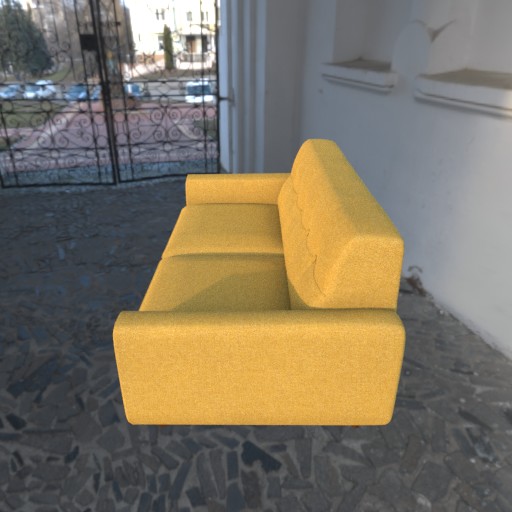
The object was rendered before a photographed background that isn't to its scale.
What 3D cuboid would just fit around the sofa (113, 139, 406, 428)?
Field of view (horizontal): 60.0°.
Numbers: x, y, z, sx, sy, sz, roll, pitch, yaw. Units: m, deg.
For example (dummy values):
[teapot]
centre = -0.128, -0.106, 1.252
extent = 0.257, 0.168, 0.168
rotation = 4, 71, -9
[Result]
[sofa]
centre = 0.000, 0.000, 2.099
extent = 0.909, 0.841, 1.631
rotation = 0, 27, 0
